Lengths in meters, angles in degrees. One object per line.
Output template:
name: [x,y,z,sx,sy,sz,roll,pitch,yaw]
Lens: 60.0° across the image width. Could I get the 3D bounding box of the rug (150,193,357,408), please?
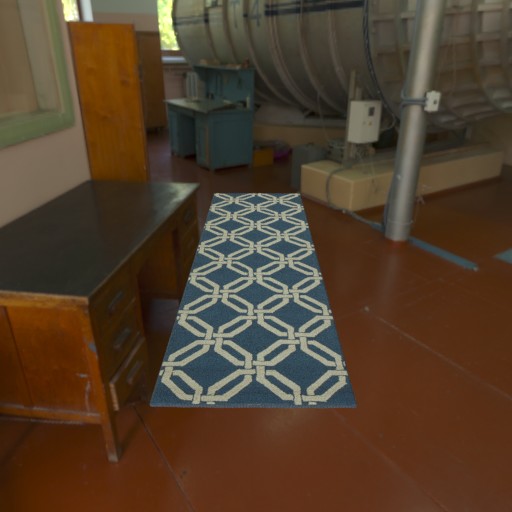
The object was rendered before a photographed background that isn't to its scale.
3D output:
rug: [0.000,0.000,2.469,0.678,0.014,2.276,0,25,0]
